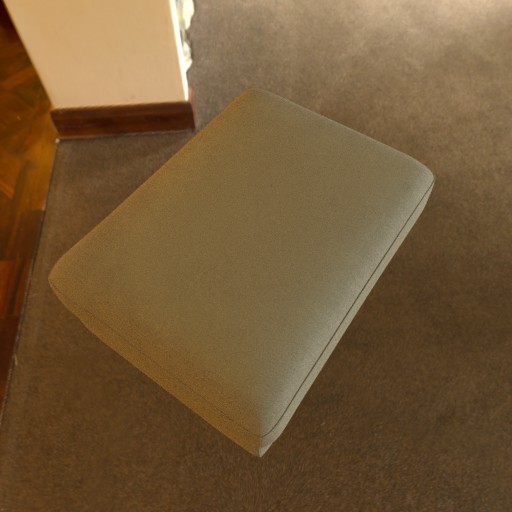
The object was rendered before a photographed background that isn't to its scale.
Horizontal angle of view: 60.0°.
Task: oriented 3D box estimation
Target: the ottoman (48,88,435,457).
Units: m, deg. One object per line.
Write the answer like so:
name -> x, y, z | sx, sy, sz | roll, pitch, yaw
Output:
ottoman -> 0.000, 0.000, 1.171 | 0.608, 0.449, 0.811 | 31, 63, 18
